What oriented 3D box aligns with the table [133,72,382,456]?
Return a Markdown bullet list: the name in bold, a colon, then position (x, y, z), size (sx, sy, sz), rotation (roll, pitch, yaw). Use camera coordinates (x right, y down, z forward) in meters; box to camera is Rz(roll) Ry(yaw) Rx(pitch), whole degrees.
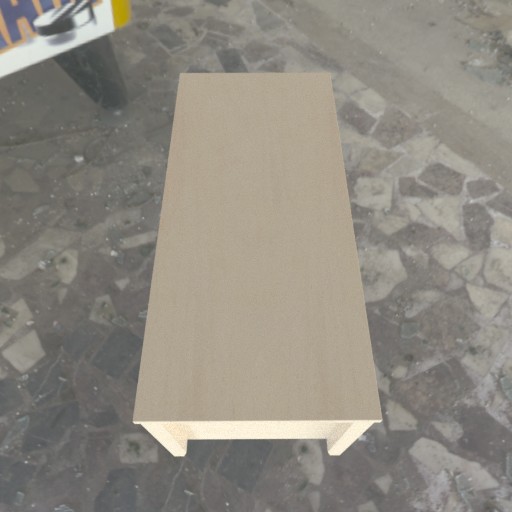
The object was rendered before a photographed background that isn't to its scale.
- **table**: position (0.000, 0.000, 1.284), size (0.457, 0.483, 1.016), rotation (0, 58, 0)
